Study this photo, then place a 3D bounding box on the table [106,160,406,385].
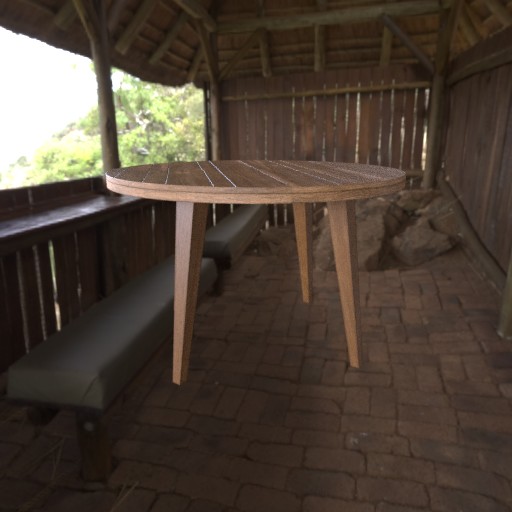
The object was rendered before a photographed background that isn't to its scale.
[{"bbox_3d":[0.000,0.000,1.986,1.213,0.764,1.213,0,16,0],"label":"table"}]
